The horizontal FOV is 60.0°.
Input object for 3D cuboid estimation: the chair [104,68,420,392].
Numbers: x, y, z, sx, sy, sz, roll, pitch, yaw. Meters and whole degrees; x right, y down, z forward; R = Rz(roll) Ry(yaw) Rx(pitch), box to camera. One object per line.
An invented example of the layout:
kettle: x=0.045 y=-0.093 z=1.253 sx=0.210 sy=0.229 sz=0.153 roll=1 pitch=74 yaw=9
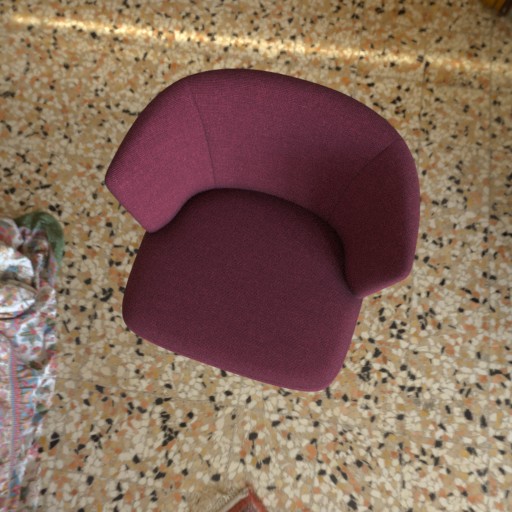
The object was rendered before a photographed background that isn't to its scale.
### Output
chair: x=0.000 y=0.000 z=1.277 sx=0.700 sy=0.760 sz=0.660 roll=17 pitch=74 yaw=5
